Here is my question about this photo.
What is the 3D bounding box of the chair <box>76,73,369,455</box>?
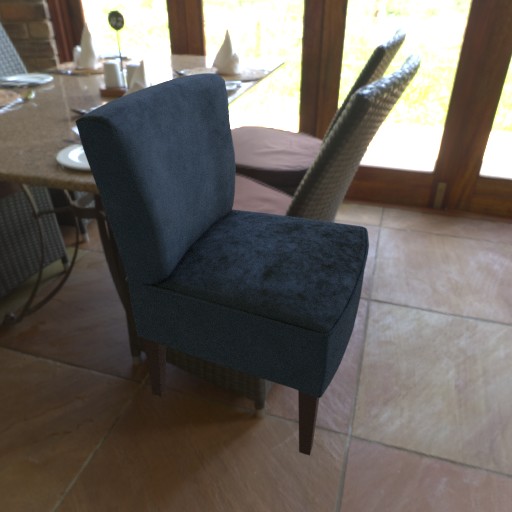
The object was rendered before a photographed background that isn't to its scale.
[{"bbox_3d":[0.000,0.000,1.149,0.551,0.806,0.521,11,33,17],"label":"chair"}]
